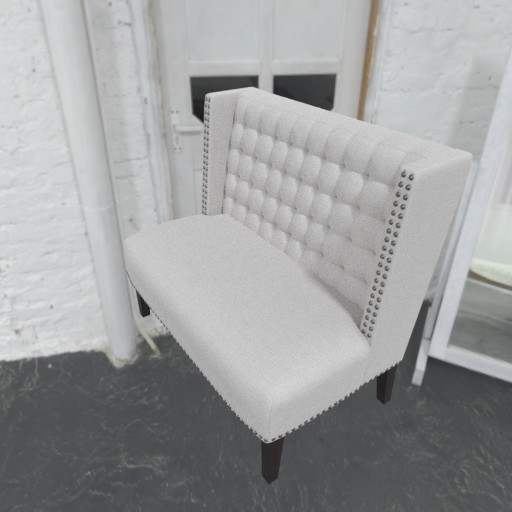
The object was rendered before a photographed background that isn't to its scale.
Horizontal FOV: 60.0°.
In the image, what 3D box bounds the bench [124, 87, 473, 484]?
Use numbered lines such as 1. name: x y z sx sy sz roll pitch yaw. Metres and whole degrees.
1. bench: 0.000 0.000 1.953 0.847 1.123 1.280 -21 38 -29
